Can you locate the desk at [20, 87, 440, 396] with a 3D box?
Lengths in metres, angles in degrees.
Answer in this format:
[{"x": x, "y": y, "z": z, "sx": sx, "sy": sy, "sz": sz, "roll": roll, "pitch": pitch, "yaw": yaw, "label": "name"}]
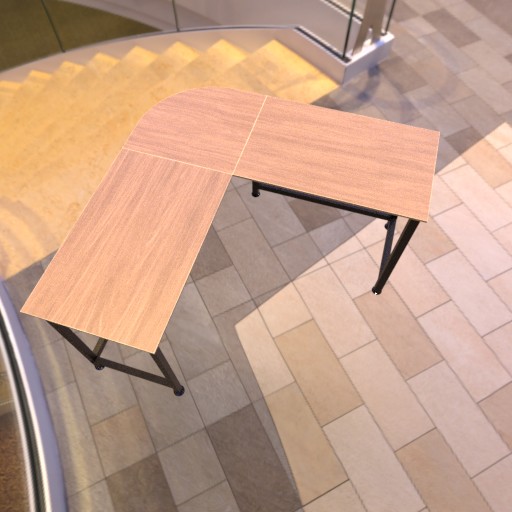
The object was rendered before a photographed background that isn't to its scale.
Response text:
[{"x": 0.000, "y": 0.000, "z": 2.206, "sx": 1.400, "sy": 0.762, "sz": 1.400, "roll": 15, "pitch": 61, "yaw": 9, "label": "desk"}]
